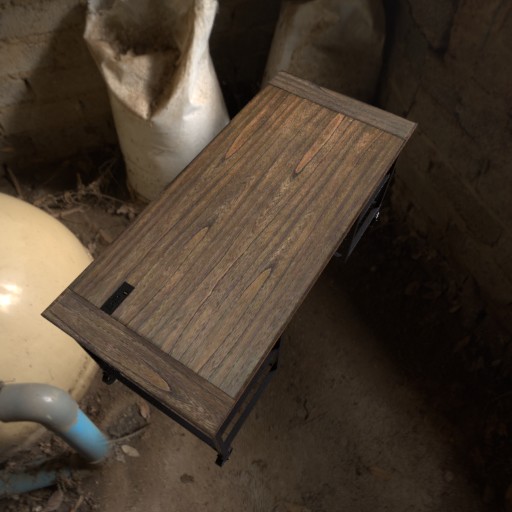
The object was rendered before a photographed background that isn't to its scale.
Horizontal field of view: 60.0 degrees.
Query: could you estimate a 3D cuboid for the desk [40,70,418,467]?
[{"bbox_3d":[0.000,0.000,2.045,0.711,0.751,1.590,29,62,17],"label":"desk"}]
